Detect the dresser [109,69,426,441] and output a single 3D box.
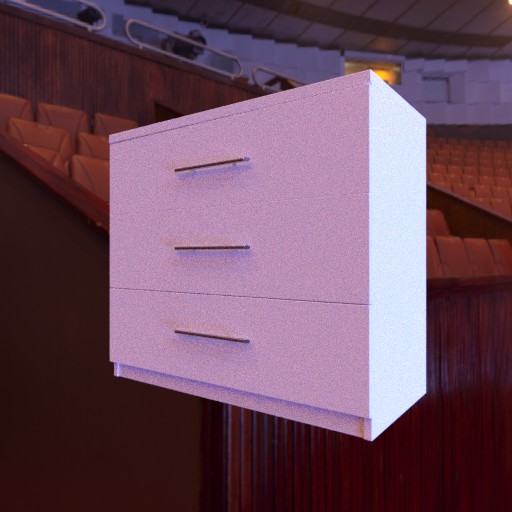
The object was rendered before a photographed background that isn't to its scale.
[{"bbox_3d":[0.000,0.000,1.271,0.830,0.740,0.420,0,0,36],"label":"dresser"}]
